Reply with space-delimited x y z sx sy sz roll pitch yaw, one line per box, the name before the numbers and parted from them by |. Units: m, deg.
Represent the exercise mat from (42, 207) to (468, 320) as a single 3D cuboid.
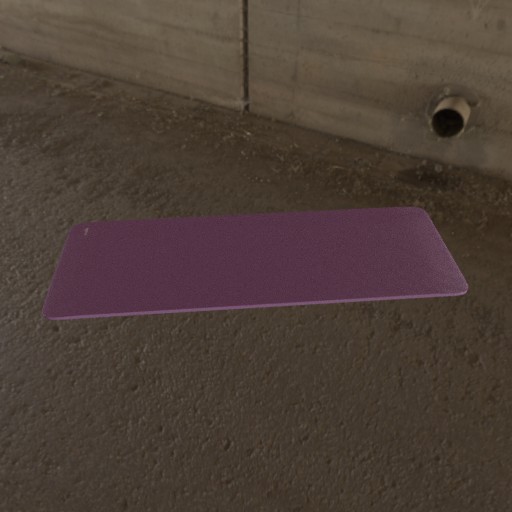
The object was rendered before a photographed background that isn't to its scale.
exercise mat | 0.000 0.000 2.124 1.869 0.021 0.616 -3 45 -3
